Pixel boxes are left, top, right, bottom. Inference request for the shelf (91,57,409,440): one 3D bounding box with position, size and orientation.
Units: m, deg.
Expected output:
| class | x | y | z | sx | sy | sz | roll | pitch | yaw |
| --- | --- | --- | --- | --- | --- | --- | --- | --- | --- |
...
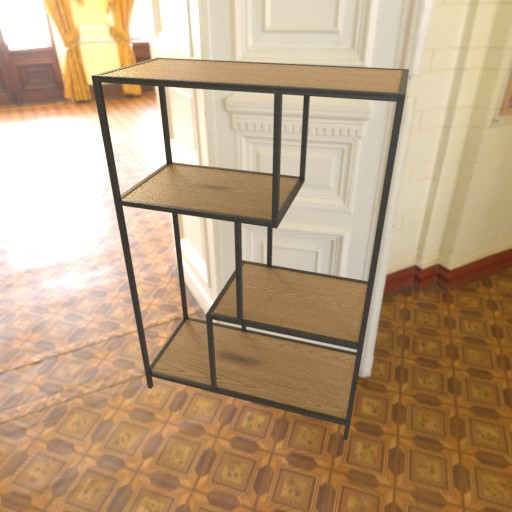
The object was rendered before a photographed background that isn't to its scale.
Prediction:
| class | x | y | z | sx | sy | sz | roll | pitch | yaw |
| --- | --- | --- | --- | --- | --- | --- | --- | --- | --- |
| shelf | 0.000 | 0.000 | 1.468 | 0.770 | 1.138 | 0.350 | 9 | 33 | 15 |
